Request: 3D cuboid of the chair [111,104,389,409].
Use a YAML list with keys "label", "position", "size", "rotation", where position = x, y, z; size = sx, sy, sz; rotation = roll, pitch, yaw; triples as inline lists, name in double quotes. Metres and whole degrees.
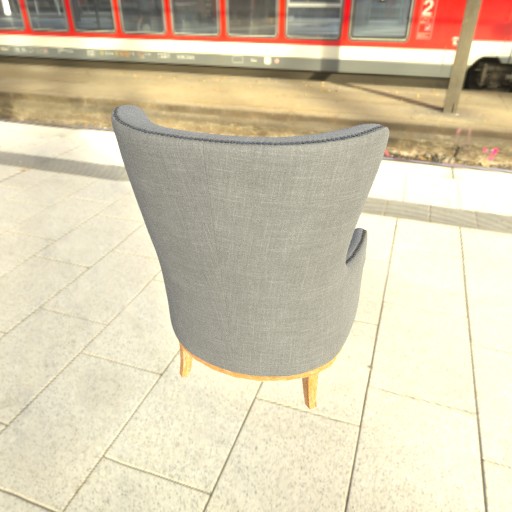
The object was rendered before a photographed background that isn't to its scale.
- label: "chair"
  position: [0.000, 0.000, 1.748]
  size: [0.864, 1.176, 0.883]
  rotation: [9, 33, 15]
